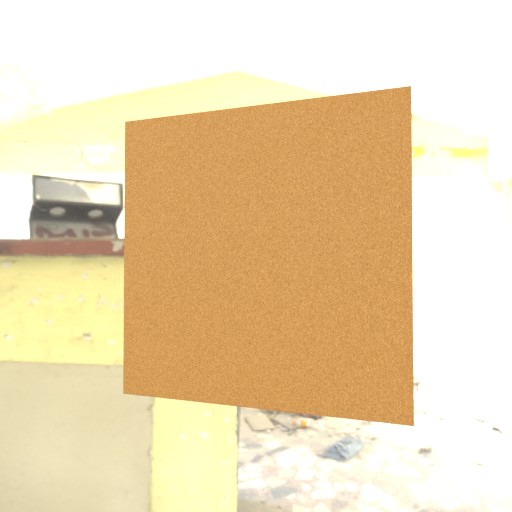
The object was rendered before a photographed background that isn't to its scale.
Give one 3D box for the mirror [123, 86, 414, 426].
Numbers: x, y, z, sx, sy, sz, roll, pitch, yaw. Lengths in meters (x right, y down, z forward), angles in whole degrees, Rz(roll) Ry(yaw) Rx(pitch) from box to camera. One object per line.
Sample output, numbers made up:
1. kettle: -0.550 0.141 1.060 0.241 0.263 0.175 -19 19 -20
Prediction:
1. mirror: 0.000 0.000 1.207 0.804 0.804 0.061 0 -1 19
